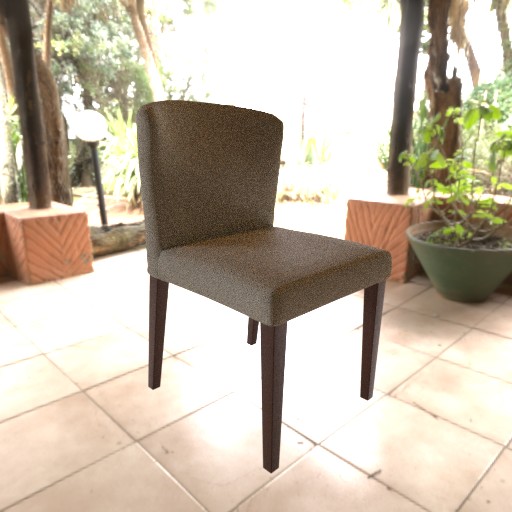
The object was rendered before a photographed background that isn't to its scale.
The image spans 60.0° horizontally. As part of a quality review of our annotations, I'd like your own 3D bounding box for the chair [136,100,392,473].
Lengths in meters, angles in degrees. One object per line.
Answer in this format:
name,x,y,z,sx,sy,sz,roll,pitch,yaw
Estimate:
chair,0.000,0.000,1.225,0.491,0.839,0.589,-15,21,-43
